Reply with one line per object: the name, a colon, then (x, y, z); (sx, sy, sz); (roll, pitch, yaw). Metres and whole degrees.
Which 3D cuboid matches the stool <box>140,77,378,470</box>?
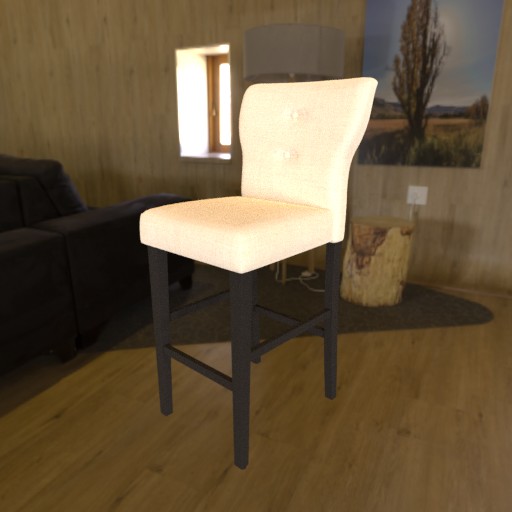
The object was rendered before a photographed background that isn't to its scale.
stool: (0.000, 0.000, 1.475); (0.516, 1.124, 0.603); (15, 22, 40)
